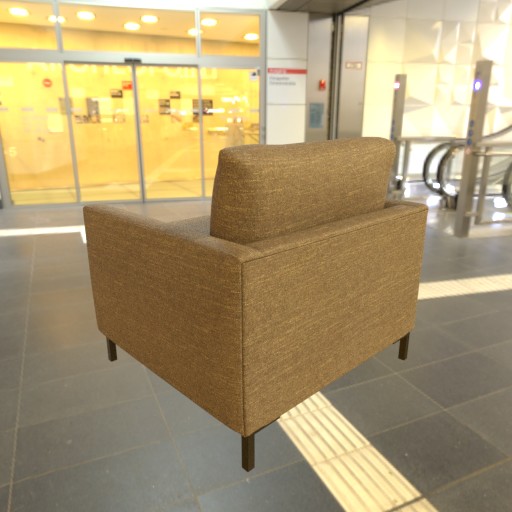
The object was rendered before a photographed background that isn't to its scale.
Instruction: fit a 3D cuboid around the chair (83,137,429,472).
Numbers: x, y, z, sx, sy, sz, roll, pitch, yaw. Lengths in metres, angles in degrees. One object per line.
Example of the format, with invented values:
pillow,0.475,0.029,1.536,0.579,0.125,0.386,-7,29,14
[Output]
chair,0.000,0.000,1.615,0.940,0.841,0.845,-16,23,-41
